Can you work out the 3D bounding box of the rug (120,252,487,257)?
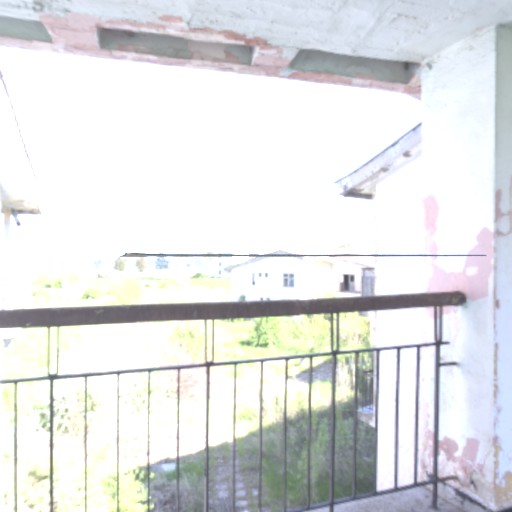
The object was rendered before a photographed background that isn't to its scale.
[{"bbox_3d":[0.000,0.000,3.908,2.277,0.020,2.867,0,0,-18],"label":"rug"}]
